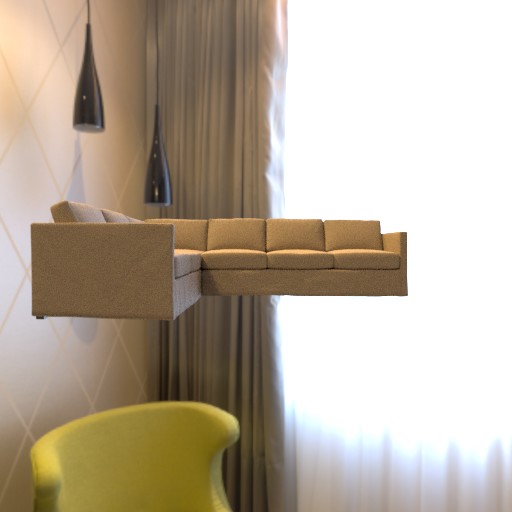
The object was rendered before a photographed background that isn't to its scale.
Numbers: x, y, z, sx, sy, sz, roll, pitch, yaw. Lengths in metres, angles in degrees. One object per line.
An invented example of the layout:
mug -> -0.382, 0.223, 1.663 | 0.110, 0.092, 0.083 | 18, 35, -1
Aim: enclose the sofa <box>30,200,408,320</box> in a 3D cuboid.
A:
sofa -> 0.000, 0.000, 4.317 | 3.182, 0.871, 2.432 | 0, 1, 0
